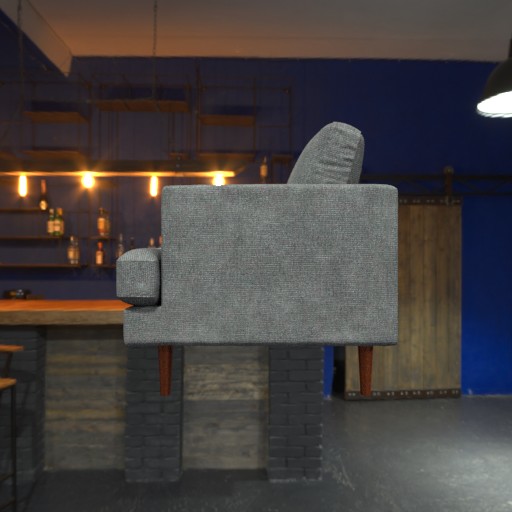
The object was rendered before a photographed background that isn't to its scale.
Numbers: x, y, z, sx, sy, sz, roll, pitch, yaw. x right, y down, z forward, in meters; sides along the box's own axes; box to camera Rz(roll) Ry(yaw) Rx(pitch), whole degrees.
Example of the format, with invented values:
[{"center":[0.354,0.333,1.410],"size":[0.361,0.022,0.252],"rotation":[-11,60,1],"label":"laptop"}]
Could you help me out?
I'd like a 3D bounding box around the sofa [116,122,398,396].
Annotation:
[{"center":[0.000,0.000,2.161],"size":[0.903,0.956,1.582],"rotation":[0,0,0],"label":"sofa"}]
